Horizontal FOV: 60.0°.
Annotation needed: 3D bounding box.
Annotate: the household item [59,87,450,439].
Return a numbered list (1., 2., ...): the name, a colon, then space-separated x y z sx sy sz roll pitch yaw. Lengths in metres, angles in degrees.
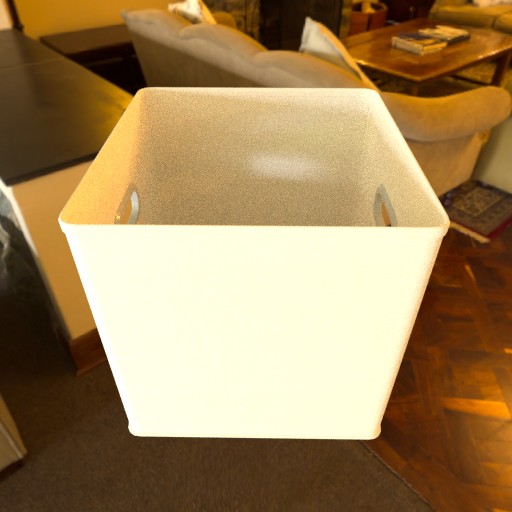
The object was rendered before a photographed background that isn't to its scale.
1. household item: 0.000 0.000 0.542 0.305 0.305 0.305 1 39 1
